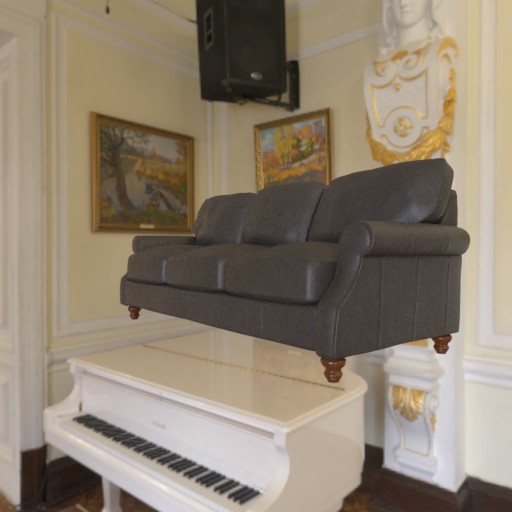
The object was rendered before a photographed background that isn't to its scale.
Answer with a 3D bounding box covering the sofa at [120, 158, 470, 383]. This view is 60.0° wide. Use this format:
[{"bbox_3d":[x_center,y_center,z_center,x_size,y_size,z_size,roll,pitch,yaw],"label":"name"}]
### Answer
[{"bbox_3d":[0.000,0.000,2.820,0.974,0.977,2.387,-1,1,-38],"label":"sofa"}]
